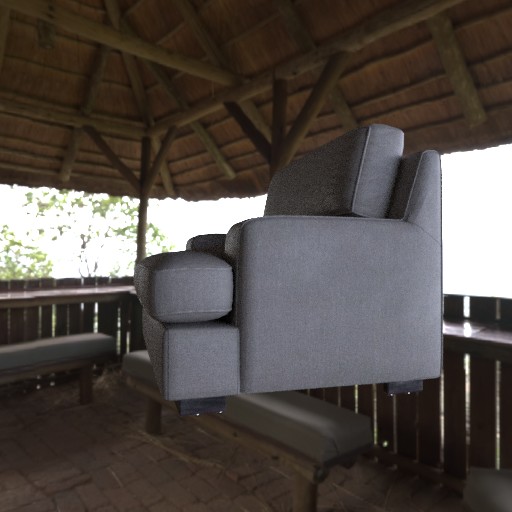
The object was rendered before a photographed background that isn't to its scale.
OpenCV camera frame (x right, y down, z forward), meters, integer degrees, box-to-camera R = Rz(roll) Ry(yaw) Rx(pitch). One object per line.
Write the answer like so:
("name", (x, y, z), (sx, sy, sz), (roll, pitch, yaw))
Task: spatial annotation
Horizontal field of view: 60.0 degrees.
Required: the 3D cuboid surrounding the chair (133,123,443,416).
("chair", (0.000, 0.000, 1.977), (1.043, 0.974, 1.270), (0, 0, -17))
